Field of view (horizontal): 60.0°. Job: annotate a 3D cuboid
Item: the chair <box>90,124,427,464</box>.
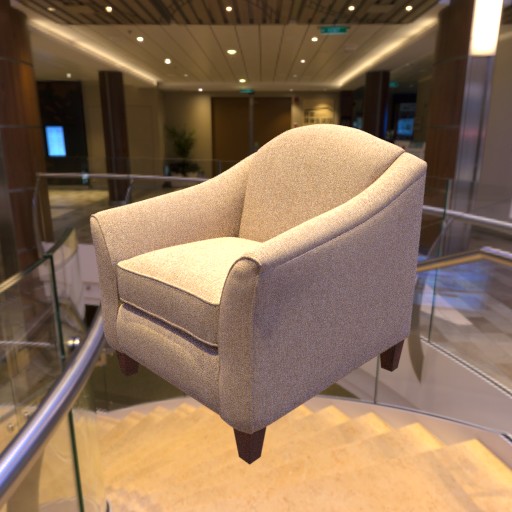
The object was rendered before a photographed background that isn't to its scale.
[{"bbox_3d":[0.000,0.000,1.450,0.763,0.839,0.787,15,21,43],"label":"chair"}]
